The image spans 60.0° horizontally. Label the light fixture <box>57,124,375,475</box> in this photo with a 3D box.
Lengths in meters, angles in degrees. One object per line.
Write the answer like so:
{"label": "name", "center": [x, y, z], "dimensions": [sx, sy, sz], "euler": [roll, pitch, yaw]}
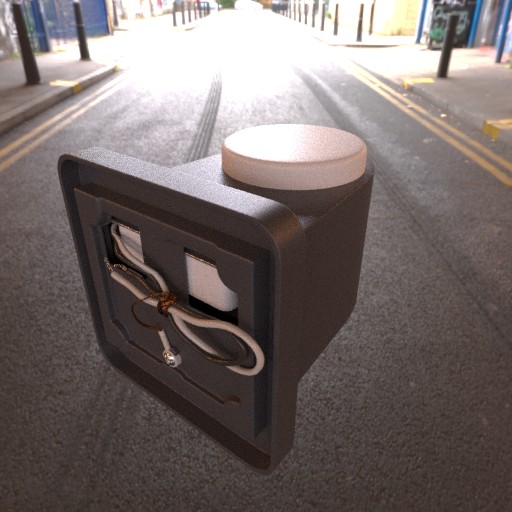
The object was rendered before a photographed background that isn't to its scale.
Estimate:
{"label": "light fixture", "center": [0.000, 0.000, 0.207], "dimensions": [0.109, 0.109, 0.132], "euler": [22, 37, 32]}
